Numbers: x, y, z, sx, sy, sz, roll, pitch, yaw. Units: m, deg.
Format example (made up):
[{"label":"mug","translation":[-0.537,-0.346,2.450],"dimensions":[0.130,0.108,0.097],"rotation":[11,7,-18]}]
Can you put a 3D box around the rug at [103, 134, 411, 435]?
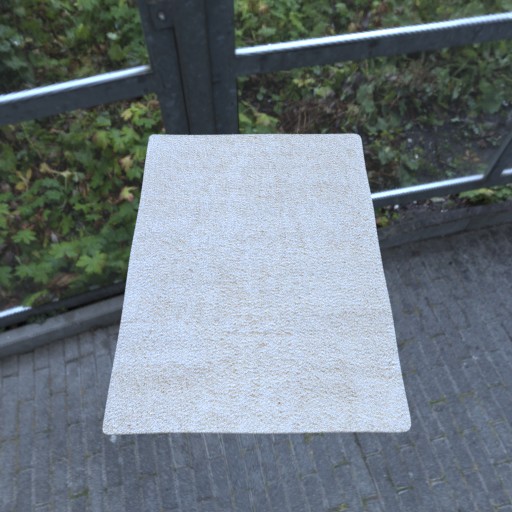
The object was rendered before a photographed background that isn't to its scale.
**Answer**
[{"label":"rug","translation":[0.000,0.000,2.123],"dimensions":[1.200,0.027,1.600],"rotation":[0,59,0]}]
